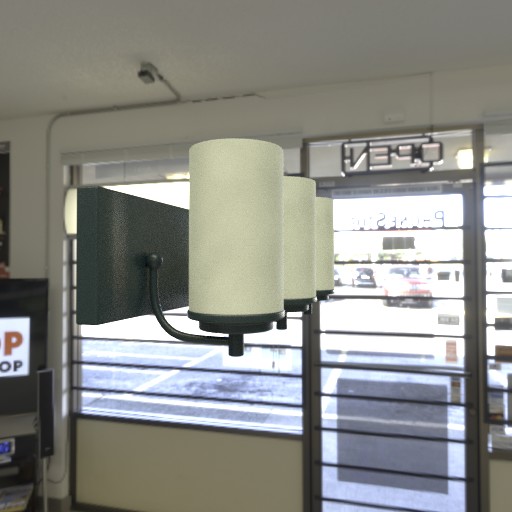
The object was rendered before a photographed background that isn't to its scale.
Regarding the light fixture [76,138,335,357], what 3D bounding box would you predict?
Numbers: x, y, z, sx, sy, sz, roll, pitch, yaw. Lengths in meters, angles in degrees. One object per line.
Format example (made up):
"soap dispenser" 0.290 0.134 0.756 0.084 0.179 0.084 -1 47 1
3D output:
"light fixture" 0.000 0.000 0.530 0.145 0.172 0.451 0 -1 18
